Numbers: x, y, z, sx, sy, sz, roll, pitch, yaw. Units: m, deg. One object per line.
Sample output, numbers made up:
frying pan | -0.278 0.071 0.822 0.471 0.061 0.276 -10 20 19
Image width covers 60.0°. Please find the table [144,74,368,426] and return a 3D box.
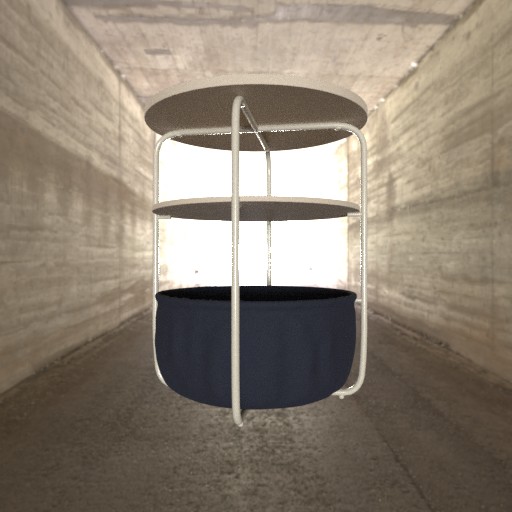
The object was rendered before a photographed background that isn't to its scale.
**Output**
table | 0.000 0.000 0.856 0.418 0.532 0.418 0 0 -36
